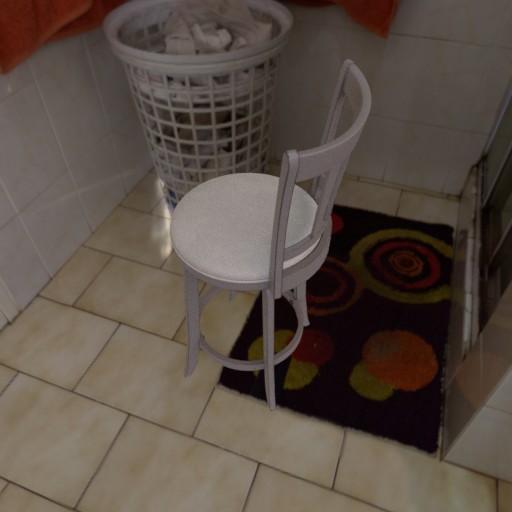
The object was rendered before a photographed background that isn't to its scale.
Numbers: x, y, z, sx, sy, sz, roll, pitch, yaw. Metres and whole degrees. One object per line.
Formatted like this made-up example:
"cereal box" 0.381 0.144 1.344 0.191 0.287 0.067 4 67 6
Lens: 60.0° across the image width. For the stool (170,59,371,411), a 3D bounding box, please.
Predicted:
"stool" 0.000 0.000 1.294 0.475 1.023 0.436 17 49 15
